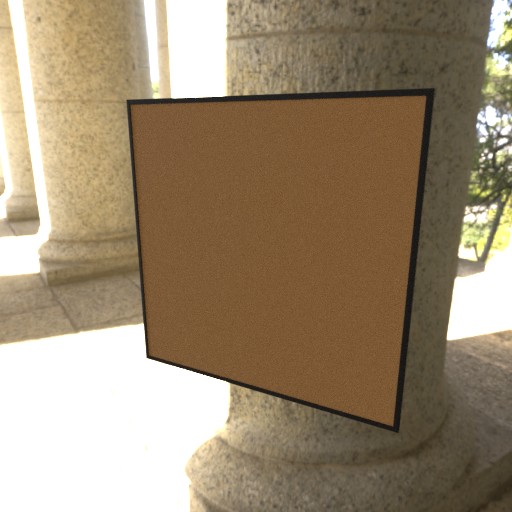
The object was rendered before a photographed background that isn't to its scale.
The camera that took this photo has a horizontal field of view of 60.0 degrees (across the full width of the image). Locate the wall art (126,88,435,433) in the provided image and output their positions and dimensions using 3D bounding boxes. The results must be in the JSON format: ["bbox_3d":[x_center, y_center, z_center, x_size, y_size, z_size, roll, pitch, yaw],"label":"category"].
[{"bbox_3d":[0.000,0.000,0.969,0.664,0.663,0.015,8,18,26],"label":"wall art"}]
